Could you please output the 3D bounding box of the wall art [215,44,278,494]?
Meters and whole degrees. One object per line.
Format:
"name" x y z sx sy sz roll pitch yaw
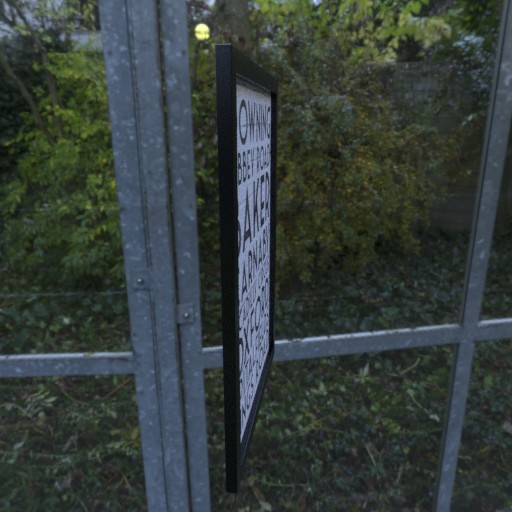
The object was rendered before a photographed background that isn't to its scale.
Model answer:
"wall art" 0.000 0.000 0.833 0.019 0.656 0.462 3 17 9
